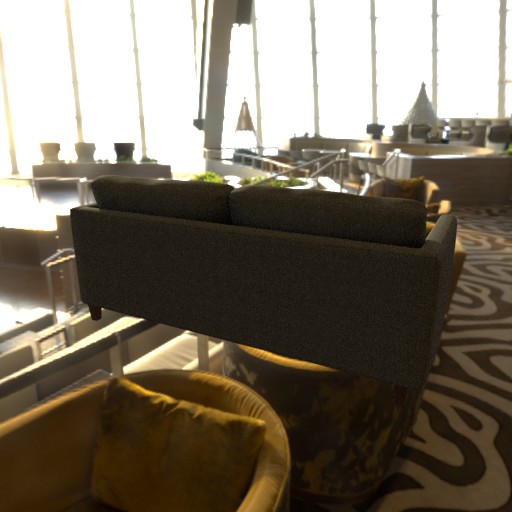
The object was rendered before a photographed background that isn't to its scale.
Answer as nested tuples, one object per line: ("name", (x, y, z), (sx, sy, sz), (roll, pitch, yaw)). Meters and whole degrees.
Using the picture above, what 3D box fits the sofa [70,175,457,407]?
("sofa", (0.000, 0.000, 2.762), (2.208, 0.965, 0.948), (9, 19, 26))
